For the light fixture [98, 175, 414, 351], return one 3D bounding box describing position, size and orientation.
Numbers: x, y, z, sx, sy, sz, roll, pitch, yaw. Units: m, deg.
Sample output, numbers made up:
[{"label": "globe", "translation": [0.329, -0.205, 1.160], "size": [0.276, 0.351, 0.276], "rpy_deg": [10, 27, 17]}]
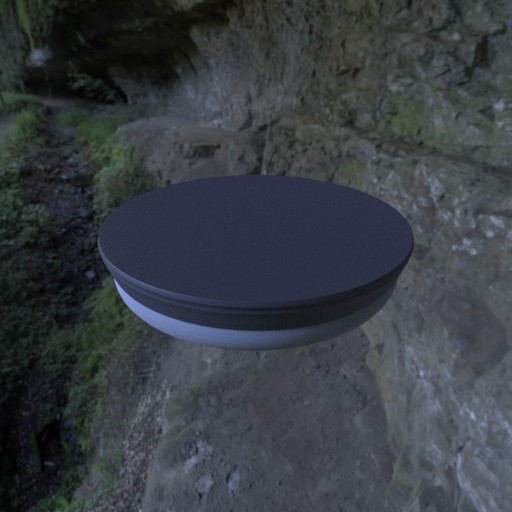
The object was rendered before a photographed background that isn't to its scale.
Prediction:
[{"label": "light fixture", "translation": [0.000, 0.000, 0.562], "size": [0.368, 0.100, 0.368], "rpy_deg": [0, 27, 0]}]
